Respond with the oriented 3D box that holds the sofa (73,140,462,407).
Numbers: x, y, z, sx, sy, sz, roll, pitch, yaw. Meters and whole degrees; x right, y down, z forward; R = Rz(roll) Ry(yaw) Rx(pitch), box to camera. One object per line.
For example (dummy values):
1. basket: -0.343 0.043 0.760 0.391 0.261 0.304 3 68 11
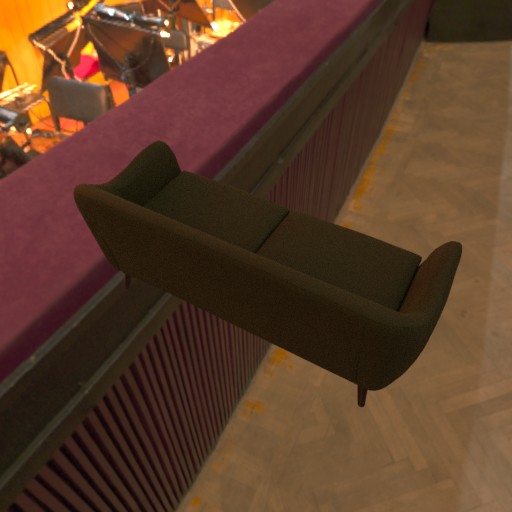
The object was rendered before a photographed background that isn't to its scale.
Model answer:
1. sofa: 0.000 0.000 2.301 1.840 0.836 0.820 23 50 20
